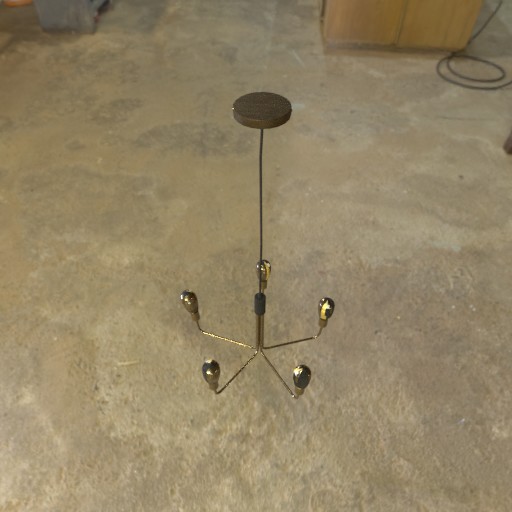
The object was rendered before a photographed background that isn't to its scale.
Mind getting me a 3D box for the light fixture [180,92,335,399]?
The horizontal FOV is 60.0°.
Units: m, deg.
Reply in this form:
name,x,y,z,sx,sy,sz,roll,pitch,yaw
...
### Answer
name,x,y,z,sx,sy,sz,roll,pitch,yaw
light fixture,0.000,0.000,1.418,0.588,1.059,0.532,3,47,2
